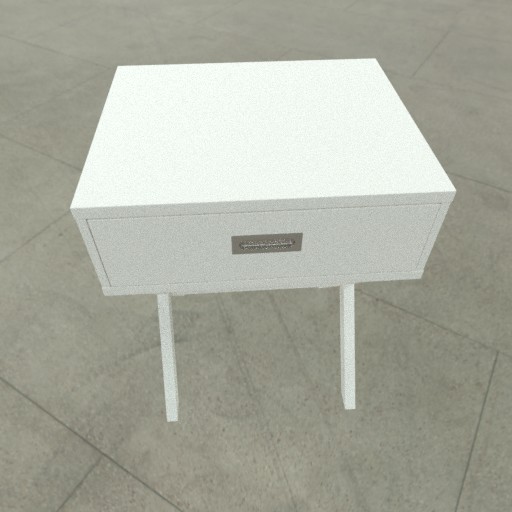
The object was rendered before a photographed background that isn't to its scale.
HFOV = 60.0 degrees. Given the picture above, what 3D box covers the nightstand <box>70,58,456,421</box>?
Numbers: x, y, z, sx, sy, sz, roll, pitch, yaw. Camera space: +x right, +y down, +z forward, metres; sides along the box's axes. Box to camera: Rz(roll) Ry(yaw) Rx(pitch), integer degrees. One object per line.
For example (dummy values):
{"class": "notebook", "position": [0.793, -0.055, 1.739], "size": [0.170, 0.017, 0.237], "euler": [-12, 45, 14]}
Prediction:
{"class": "nightstand", "position": [0.000, 0.000, 0.909], "size": [0.479, 0.623, 0.402], "euler": [-3, 47, -3]}
